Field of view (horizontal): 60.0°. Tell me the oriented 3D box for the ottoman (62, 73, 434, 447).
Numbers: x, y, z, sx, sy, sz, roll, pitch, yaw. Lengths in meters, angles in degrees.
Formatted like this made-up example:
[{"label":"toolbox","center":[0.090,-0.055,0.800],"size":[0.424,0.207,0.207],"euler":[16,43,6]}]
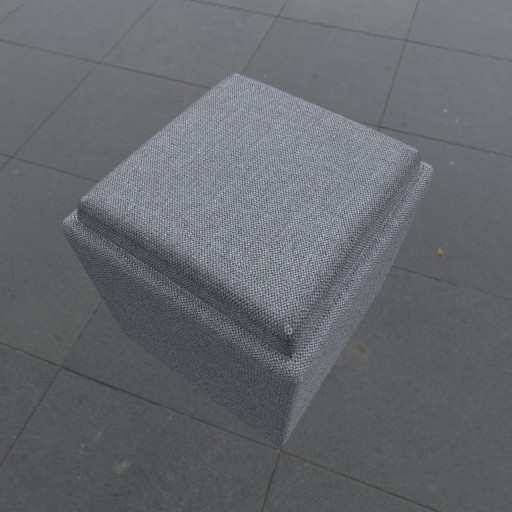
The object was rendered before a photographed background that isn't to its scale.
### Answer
[{"label":"ottoman","center":[0.000,0.000,0.861],"size":[0.436,0.487,0.454],"euler":[30,61,19]}]
